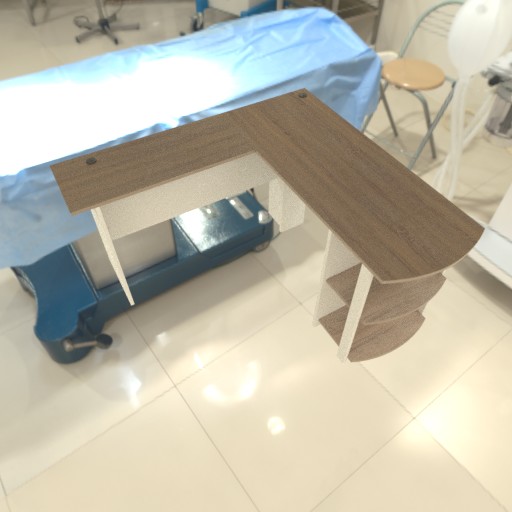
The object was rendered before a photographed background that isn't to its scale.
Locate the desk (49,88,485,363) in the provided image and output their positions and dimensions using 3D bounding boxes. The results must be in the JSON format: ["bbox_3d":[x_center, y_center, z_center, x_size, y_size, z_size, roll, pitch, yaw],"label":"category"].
[{"bbox_3d":[0.000,0.000,2.083,1.361,0.716,1.303,-24,53,-19],"label":"desk"}]
